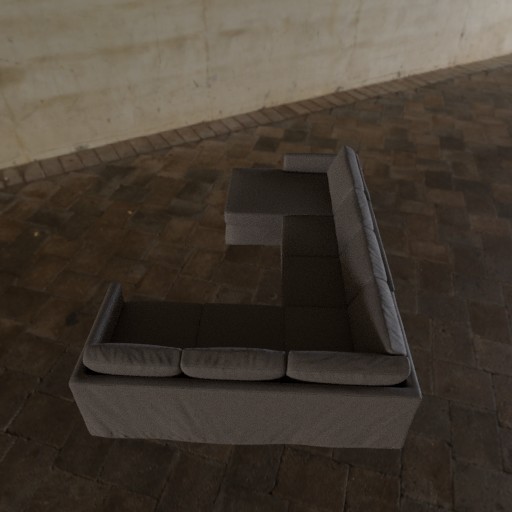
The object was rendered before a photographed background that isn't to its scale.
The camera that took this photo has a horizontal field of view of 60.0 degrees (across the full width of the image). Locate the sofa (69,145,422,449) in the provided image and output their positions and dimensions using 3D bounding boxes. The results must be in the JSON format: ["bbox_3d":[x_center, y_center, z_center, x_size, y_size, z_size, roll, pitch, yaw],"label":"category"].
[{"bbox_3d":[0.000,0.000,4.472,2.476,0.878,3.528,2,40,2],"label":"sofa"}]
